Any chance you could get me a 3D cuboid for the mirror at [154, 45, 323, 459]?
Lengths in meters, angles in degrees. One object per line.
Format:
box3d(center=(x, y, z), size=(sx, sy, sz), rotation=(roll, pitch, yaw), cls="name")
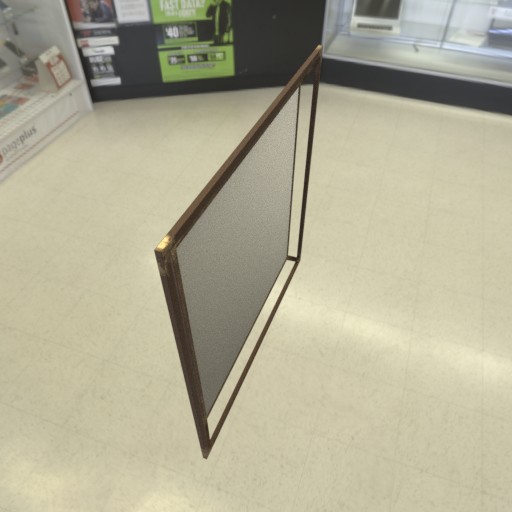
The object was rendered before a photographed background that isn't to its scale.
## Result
box3d(center=(0.000, 0.000, 0.893), size=(0.032, 0.610, 0.610), rotation=(17, 48, 15), cls="mirror")
